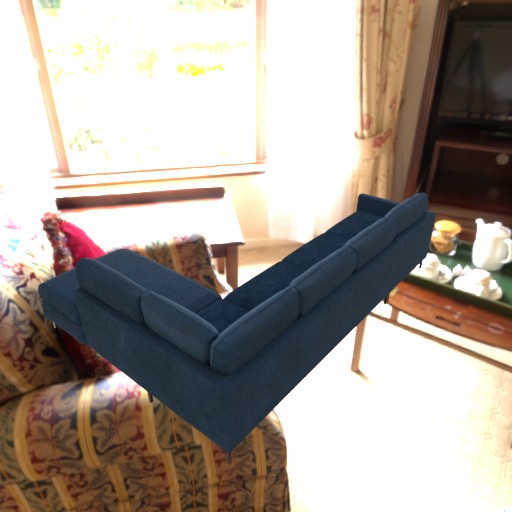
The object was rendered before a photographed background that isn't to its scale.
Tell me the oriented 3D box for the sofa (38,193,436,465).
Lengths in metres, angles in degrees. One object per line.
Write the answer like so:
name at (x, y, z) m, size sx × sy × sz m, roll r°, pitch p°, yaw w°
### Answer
sofa at (0.000, 0.000, 3.254) m, size 1.707 × 0.687 × 2.486 m, roll 22°, pitch 37°, yaw 34°
